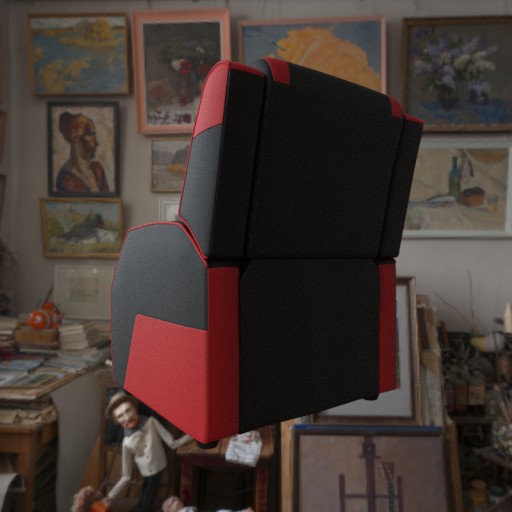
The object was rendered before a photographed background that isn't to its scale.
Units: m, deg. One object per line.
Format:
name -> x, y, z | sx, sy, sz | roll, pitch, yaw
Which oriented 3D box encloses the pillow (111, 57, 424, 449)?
pillow -> 0.000, 0.000, 1.245 | 0.620, 0.805, 0.672 | 0, 0, -36
